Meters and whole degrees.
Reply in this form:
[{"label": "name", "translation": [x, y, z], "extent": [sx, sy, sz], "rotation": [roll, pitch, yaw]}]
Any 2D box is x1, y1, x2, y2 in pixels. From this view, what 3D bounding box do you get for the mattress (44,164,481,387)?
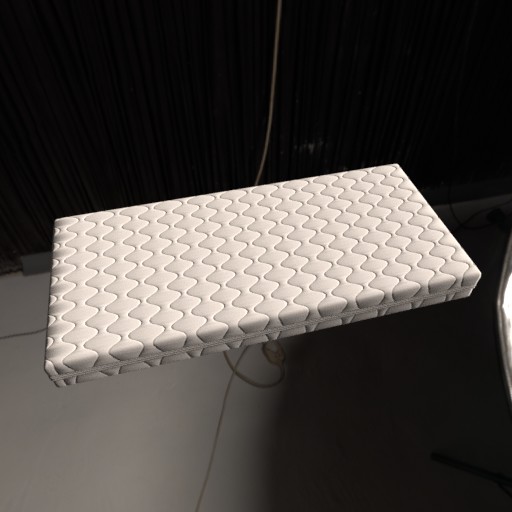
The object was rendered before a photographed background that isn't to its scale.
[{"label": "mattress", "translation": [0.000, 0.000, 2.285], "extent": [2.000, 0.200, 0.900], "rotation": [-11, 49, -9]}]
